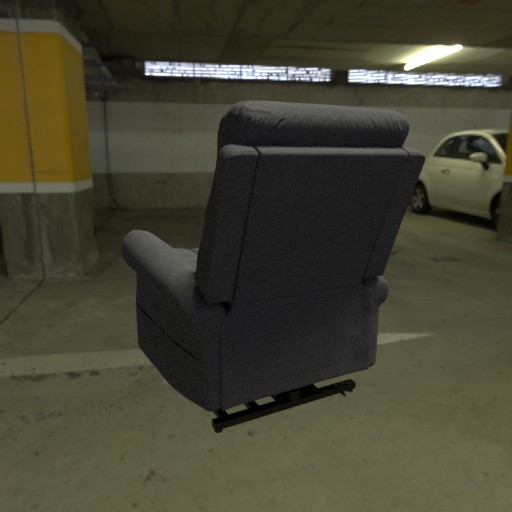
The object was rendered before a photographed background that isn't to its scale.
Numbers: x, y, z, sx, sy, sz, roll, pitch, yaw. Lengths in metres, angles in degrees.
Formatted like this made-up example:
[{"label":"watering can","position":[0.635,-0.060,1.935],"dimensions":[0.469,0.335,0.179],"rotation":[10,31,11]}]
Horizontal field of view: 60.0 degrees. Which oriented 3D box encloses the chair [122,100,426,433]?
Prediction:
[{"label":"chair","position":[0.000,0.000,1.706],"dimensions":[0.871,1.031,0.979],"rotation":[-7,14,-27]}]
